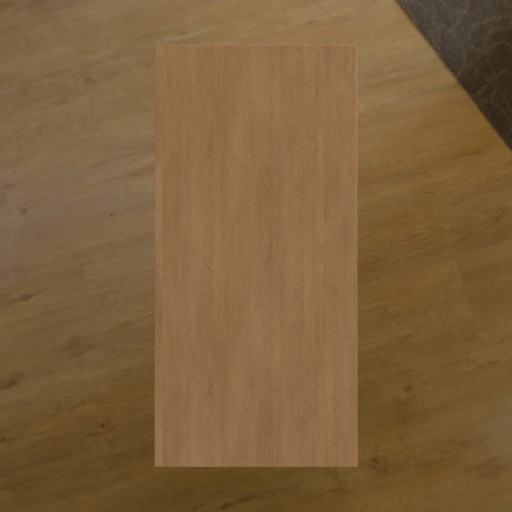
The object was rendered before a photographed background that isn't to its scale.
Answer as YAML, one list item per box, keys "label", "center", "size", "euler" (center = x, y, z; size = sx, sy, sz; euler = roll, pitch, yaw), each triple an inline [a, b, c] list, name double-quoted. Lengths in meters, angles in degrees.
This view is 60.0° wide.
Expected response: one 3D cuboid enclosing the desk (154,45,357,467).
- label: "desk"
  center: [0.000, 0.000, 1.697]
  size: [0.600, 0.770, 1.251]
  euler: [0, 90, 0]
